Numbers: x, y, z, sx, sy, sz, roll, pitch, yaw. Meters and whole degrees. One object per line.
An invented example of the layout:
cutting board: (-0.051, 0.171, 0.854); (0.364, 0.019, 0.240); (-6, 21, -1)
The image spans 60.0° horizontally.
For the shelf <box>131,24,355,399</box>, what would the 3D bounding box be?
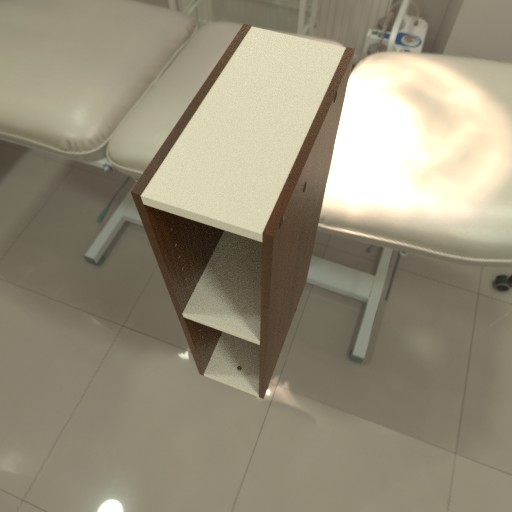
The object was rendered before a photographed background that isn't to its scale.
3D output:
shelf: (0.000, 0.000, 0.732); (0.147, 0.600, 0.290); (18, 61, 11)
